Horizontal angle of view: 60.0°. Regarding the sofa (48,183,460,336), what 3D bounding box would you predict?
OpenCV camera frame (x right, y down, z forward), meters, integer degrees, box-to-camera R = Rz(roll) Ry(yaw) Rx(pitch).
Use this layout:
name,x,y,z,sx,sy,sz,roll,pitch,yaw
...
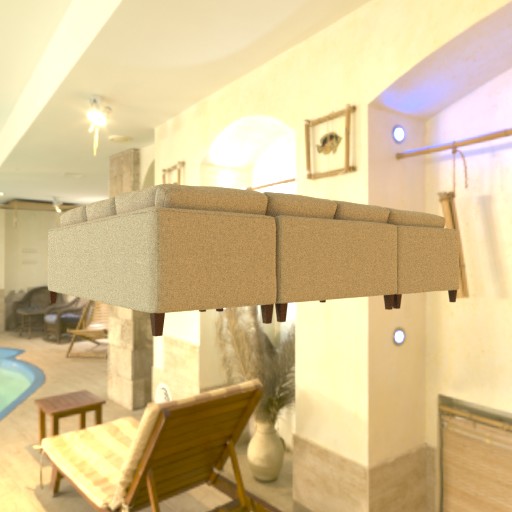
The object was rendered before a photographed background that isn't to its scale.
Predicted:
name,x,y,z,sx,sy,sz,roll,pitch,yaw
sofa,0.000,0.000,4.573,3.460,0.959,2.593,0,-1,-38
